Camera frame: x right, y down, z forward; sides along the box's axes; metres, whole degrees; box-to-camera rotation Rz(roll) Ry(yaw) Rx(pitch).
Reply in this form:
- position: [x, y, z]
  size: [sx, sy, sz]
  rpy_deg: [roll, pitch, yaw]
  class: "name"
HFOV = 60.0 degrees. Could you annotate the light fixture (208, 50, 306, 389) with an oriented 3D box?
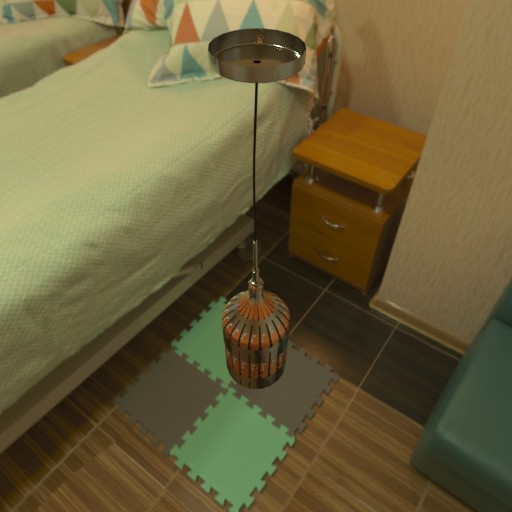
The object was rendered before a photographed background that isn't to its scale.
- position: [0.000, 0.000, 1.675]
  size: [0.303, 1.535, 0.303]
  rpy_deg: [0, 46, 0]
  class: "light fixture"
